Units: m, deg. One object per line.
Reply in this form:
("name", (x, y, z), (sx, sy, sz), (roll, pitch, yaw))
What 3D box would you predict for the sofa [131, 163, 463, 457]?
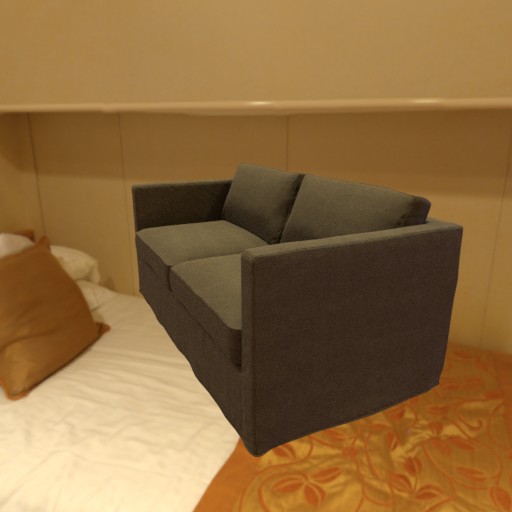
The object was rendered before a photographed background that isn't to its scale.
("sofa", (0.000, 0.000, 2.373), (0.974, 0.854, 1.802), (-8, 19, -25))
